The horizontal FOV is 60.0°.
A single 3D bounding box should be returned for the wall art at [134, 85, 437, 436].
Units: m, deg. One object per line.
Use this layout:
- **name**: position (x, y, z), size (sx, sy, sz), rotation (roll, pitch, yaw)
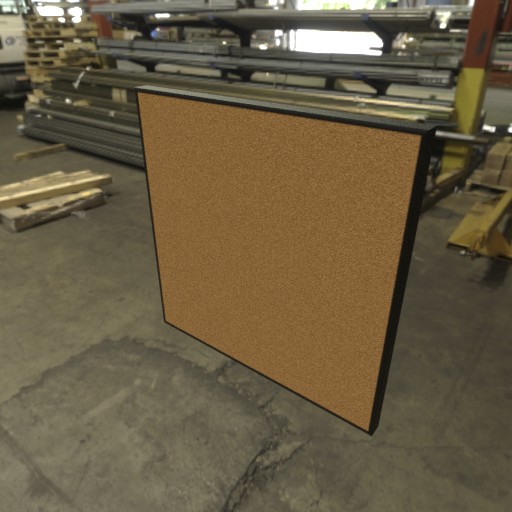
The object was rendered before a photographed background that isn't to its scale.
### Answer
- **wall art**: position (0.000, 0.000, 1.153), size (0.769, 0.766, 0.042), rotation (20, 35, 32)
